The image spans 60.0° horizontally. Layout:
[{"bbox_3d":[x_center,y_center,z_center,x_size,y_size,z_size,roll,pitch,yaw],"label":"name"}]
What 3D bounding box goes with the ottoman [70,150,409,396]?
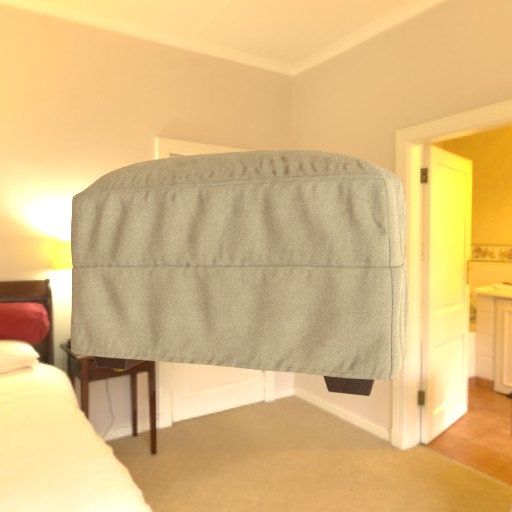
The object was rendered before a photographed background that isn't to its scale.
[{"bbox_3d":[0.000,0.000,1.093,0.712,0.480,0.584,1,2,18],"label":"ottoman"}]
